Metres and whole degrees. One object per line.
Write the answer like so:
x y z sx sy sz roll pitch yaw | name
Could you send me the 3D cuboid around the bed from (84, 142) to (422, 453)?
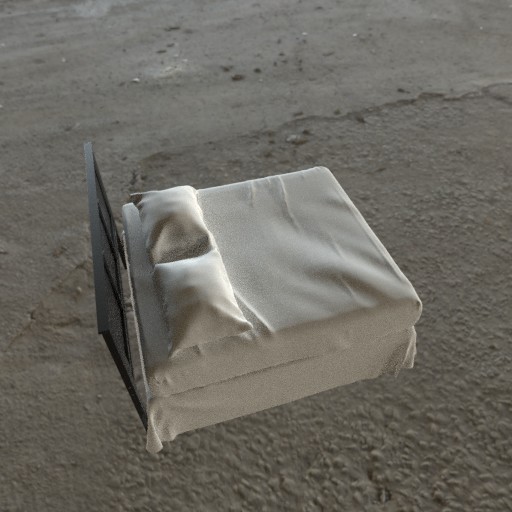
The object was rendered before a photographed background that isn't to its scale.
0.000 0.000 3.246 2.050 1.270 1.870 -13 48 -12 | bed
